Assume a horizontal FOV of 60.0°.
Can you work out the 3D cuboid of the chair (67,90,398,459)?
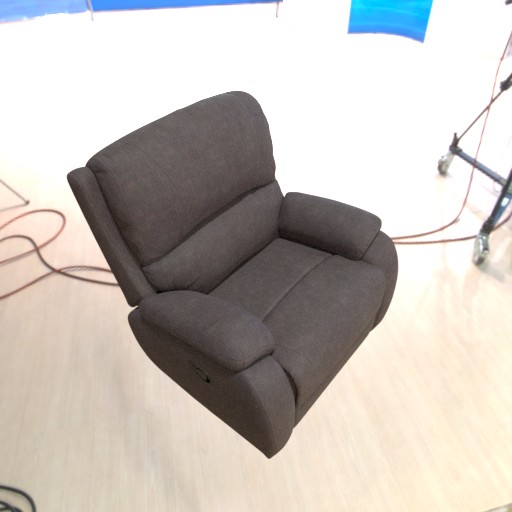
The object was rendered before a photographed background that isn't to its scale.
[{"bbox_3d":[0.000,0.000,1.727,0.899,1.011,0.930,28,49,28],"label":"chair"}]
